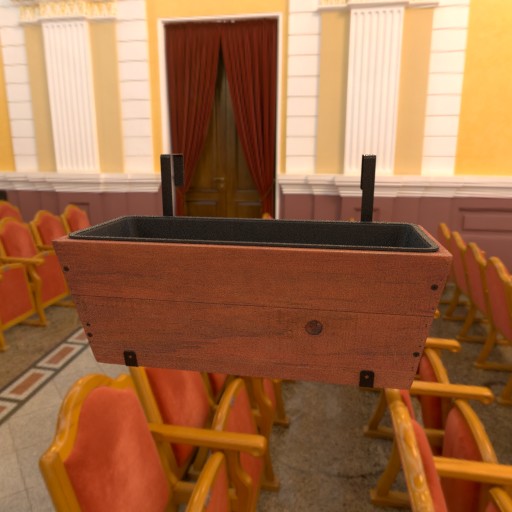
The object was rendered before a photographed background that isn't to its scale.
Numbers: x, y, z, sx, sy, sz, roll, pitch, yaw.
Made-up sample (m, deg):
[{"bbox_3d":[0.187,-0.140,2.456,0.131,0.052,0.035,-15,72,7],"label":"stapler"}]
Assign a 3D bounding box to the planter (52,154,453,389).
[{"bbox_3d":[0.000,0.000,0.654,0.480,0.289,0.262,2,14,10],"label":"planter"}]
